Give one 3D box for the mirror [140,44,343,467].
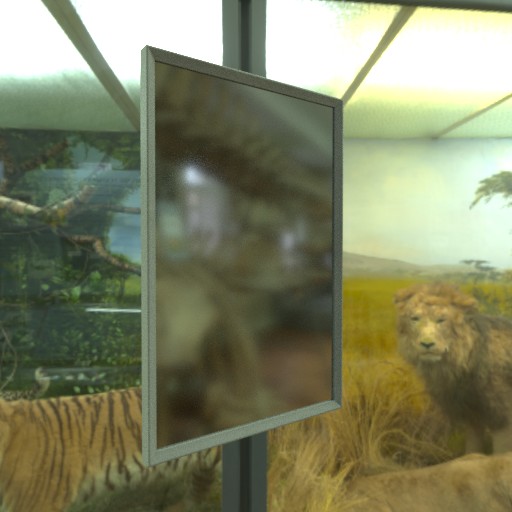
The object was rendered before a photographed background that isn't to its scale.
[{"bbox_3d":[0.000,0.000,1.152,0.609,0.915,0.041,-1,1,-36],"label":"mirror"}]
